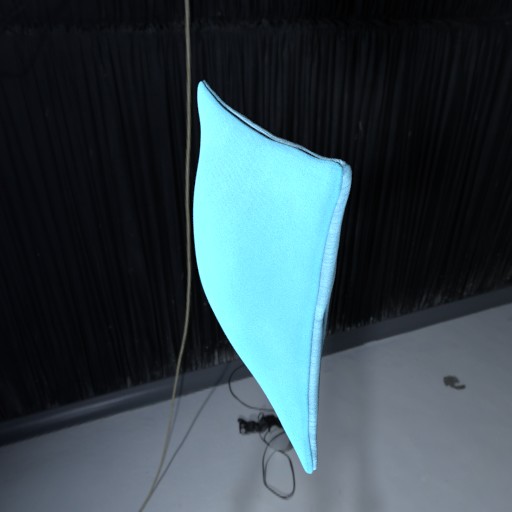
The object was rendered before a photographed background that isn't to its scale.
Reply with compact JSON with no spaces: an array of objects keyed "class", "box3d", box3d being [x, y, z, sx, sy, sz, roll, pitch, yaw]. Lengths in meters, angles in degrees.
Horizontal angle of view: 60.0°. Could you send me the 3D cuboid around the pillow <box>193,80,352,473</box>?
[{"class":"pillow","box3d":[0.000,0.000,0.638,0.151,0.415,0.433,-12,33,-19]}]
